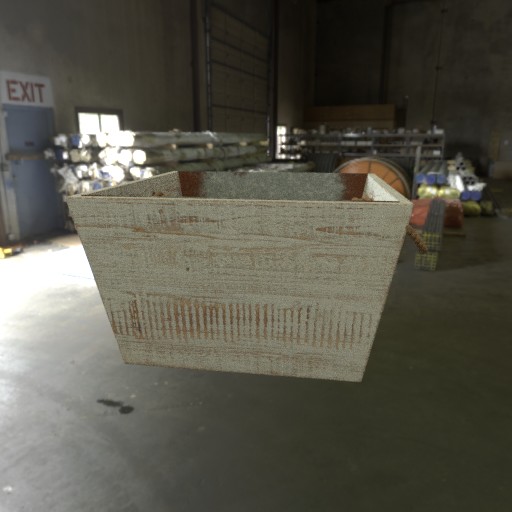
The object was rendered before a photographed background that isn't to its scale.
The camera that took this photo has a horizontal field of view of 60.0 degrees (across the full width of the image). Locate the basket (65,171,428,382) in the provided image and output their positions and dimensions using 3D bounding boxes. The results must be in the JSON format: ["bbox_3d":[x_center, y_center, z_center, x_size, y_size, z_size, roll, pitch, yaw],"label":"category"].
[{"bbox_3d":[0.000,0.000,0.744,0.545,0.247,0.413,2,15,8],"label":"basket"}]
